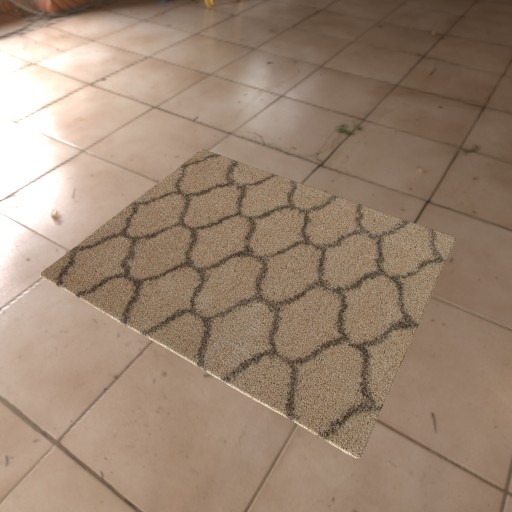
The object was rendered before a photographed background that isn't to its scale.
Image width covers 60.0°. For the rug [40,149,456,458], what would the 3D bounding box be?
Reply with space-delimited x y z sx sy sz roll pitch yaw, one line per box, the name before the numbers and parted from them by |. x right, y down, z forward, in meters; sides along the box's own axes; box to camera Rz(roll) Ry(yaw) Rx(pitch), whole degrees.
rug | 0.000 0.000 4.045 3.000 0.026 2.399 24 50 22
